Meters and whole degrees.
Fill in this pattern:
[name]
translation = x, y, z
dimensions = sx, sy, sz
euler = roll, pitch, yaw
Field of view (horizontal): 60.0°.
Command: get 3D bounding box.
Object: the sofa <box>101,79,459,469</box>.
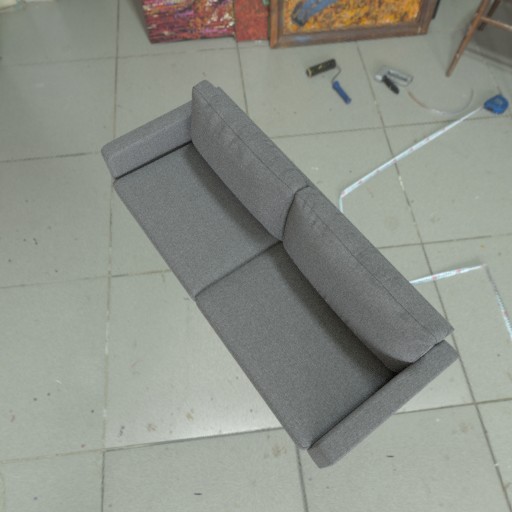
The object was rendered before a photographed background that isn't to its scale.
[sofa]
translation = 0.000, 0.000, 2.591
dimensions = 0.880, 0.880, 2.200
euler = -33, 68, -16
